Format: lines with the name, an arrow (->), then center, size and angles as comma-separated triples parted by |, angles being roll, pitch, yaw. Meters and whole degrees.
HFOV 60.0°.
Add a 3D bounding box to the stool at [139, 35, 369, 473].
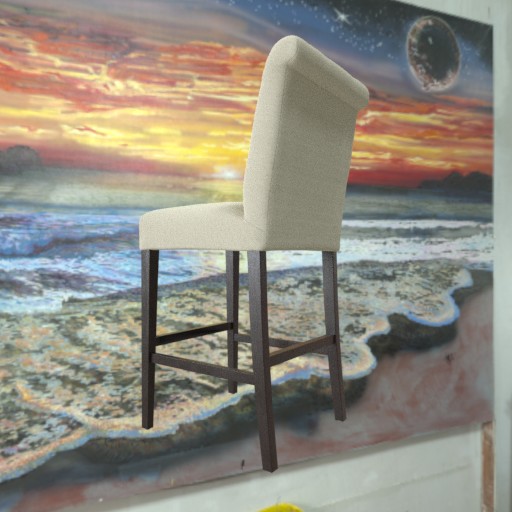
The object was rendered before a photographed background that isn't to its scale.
stool -> 0.000, 0.000, 1.442 | 0.610, 1.118, 0.482 | 0, 1, 36
